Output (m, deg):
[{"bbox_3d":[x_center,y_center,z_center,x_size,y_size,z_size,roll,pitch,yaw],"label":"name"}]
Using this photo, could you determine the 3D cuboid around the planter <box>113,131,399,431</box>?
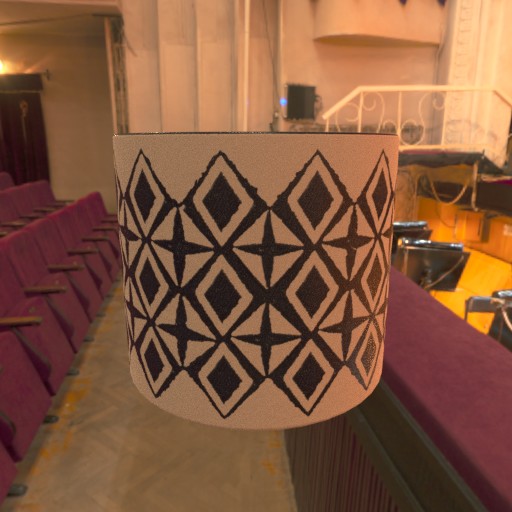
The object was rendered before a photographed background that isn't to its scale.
[{"bbox_3d":[0.000,0.000,0.273,0.159,0.144,0.159,0,14,0],"label":"planter"}]
